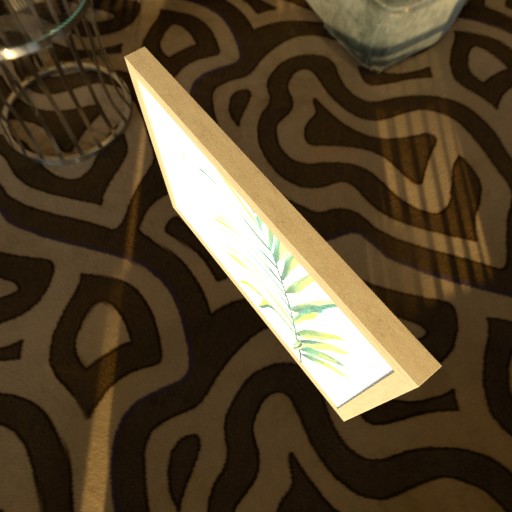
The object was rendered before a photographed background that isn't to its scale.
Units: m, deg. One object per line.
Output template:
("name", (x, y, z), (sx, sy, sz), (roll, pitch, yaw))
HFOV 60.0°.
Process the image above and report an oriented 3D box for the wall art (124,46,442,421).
("wall art", (0.000, 0.000, 0.672), (0.032, 0.380, 0.532), (-35, 70, -15))
